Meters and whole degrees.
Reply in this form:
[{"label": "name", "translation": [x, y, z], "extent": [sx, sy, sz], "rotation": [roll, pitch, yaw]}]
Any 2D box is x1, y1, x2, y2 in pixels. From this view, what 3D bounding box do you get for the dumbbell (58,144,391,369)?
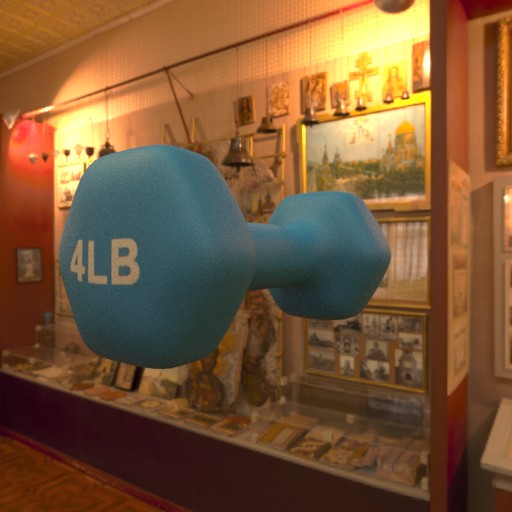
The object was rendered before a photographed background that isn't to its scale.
[{"label": "dumbbell", "translation": [0.000, 0.000, 0.188], "extent": [0.074, 0.066, 0.152], "rotation": [0, 0, 37]}]
